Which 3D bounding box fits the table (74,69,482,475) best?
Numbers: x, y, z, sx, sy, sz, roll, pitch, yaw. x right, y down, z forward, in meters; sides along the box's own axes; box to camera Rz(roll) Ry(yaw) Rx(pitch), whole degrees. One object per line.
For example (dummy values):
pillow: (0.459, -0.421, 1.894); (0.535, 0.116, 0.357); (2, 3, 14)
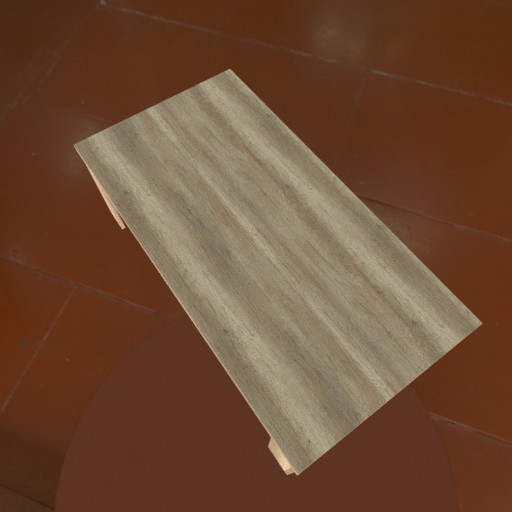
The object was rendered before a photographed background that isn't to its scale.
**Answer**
table: (0.000, 0.000, 1.688); (0.700, 0.460, 1.350); (-32, 67, -16)
